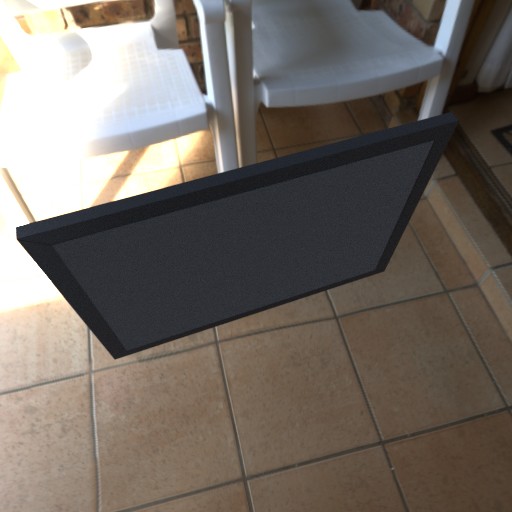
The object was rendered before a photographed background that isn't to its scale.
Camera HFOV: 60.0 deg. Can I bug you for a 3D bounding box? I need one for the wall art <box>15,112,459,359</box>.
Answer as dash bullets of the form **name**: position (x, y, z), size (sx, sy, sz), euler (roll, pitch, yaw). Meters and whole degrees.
- **wall art**: position (0.000, 0.000, 0.543), size (0.432, 0.306, 0.016), euler (-17, 59, -10)
